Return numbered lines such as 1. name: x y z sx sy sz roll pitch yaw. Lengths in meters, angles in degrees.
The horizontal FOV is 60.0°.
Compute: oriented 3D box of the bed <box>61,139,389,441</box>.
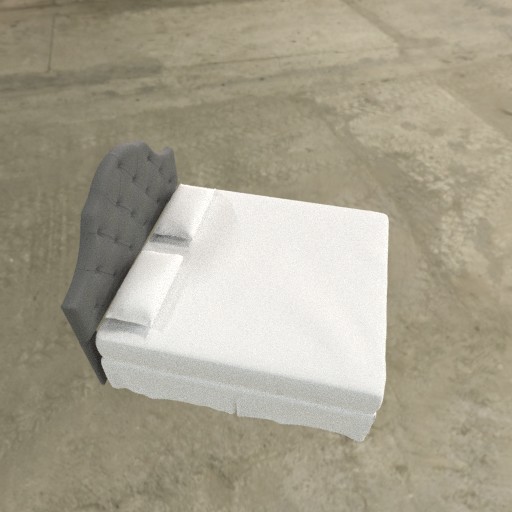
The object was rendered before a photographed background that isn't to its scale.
1. bed: 0.000 0.000 3.599 2.214 1.615 2.008 9 47 9
